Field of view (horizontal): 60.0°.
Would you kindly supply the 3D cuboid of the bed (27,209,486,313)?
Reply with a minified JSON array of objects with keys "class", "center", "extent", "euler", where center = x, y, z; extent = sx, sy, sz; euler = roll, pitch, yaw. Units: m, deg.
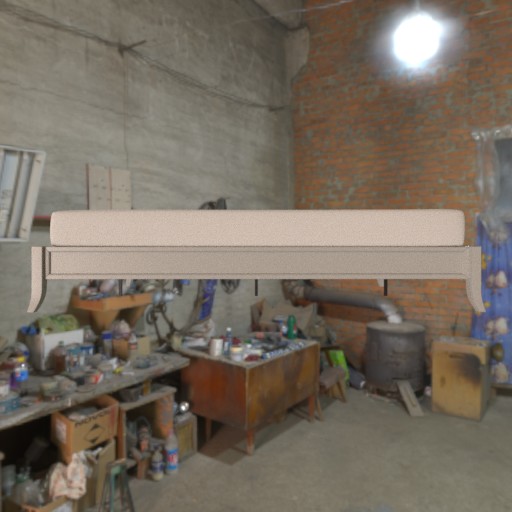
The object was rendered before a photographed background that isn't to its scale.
[{"class":"bed","center":[0.000,0.000,2.832],"extent":[2.108,0.510,1.604],"euler":[0,0,0]}]
